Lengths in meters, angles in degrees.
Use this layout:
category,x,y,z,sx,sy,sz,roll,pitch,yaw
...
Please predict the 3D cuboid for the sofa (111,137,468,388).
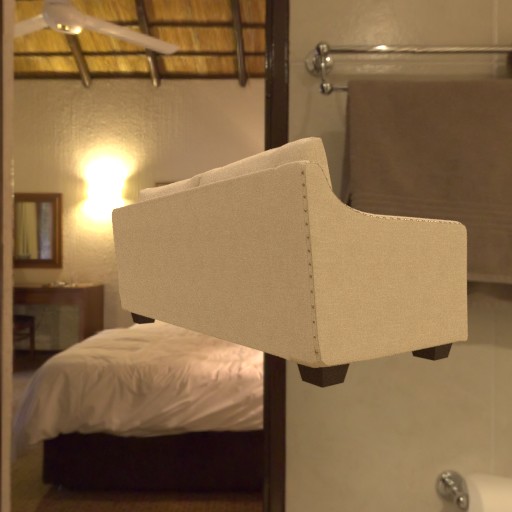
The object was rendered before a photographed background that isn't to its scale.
category,x,y,z,sx,sy,sz,roll,pitch,yaw
sofa,0.000,0.000,2.701,1.104,0.983,2.107,0,0,-36
